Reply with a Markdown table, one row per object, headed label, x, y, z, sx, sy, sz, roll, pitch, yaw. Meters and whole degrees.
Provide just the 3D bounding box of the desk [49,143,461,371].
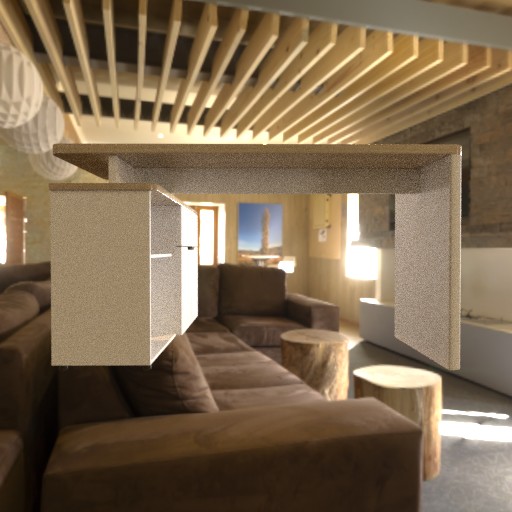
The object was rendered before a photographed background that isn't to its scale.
| label | x | y | z | sx | sy | sz | roll | pitch | yaw |
| --- | --- | --- | --- | --- | --- | --- | --- | --- | --- |
| desk | 0.000 | 0.000 | 2.080 | 1.400 | 0.770 | 1.175 | 0 | 1 | -1 |
